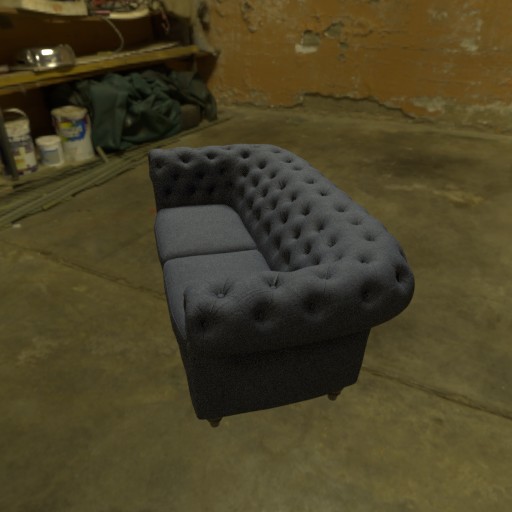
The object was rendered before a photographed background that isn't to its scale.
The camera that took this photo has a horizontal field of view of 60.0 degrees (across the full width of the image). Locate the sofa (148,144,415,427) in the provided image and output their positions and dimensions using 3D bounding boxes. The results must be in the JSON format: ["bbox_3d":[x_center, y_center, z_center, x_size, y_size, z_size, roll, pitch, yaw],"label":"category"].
[{"bbox_3d":[0.000,0.000,2.553,1.082,0.833,1.988,-8,31,-14],"label":"sofa"}]
